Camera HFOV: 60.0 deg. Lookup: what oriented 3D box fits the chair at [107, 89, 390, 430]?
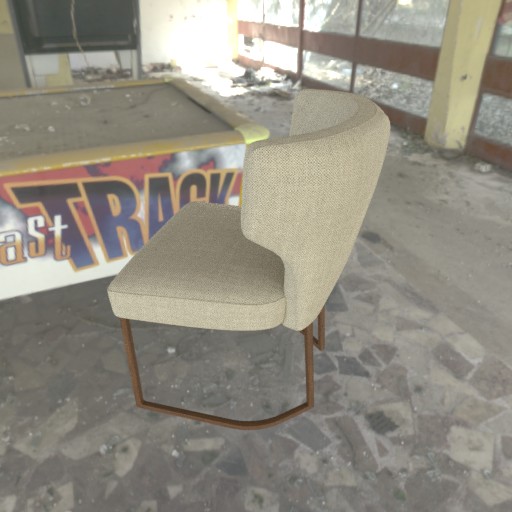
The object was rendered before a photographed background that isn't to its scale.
[{"bbox_3d":[0.000,0.000,1.240,0.617,0.824,0.611,8,31,12],"label":"chair"}]
